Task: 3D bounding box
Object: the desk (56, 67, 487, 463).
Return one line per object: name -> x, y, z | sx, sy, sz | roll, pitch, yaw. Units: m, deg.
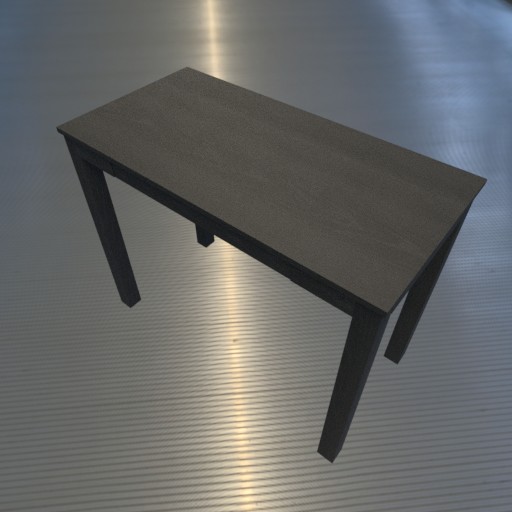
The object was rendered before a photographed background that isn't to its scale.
desk -> 0.000, 0.000, 1.393 | 0.991, 0.762, 0.499 | 30, 53, 26
